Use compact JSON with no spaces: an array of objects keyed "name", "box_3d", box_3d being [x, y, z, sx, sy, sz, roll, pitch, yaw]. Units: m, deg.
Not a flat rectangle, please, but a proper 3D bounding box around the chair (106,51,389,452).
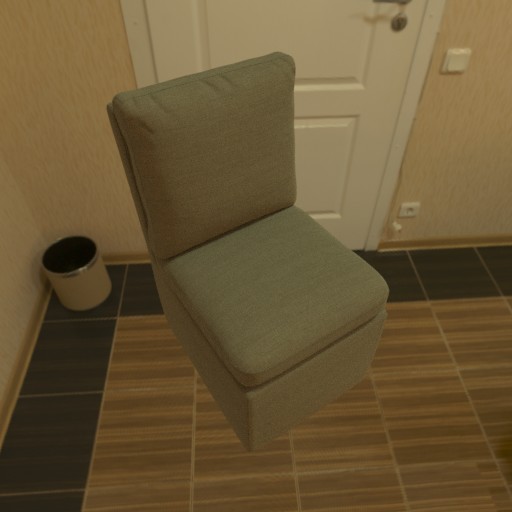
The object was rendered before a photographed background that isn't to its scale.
[{"name":"chair","box_3d":[0.000,0.000,1.297,0.503,0.927,0.698,-25,51,-22]}]
